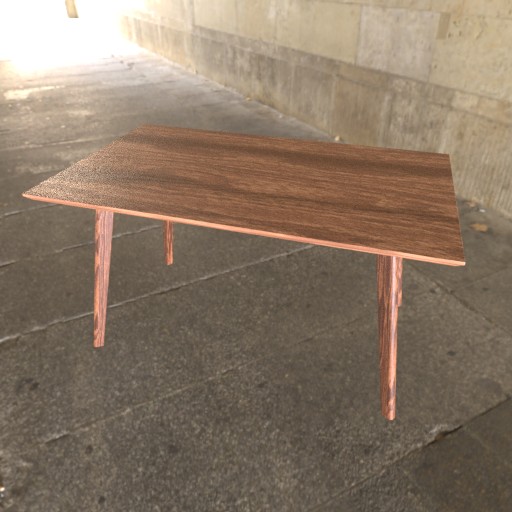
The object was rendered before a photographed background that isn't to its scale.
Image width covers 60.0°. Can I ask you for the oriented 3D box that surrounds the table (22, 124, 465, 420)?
[{"bbox_3d":[0.000,0.000,1.796,1.349,0.724,0.801,10,34,14],"label":"table"}]
